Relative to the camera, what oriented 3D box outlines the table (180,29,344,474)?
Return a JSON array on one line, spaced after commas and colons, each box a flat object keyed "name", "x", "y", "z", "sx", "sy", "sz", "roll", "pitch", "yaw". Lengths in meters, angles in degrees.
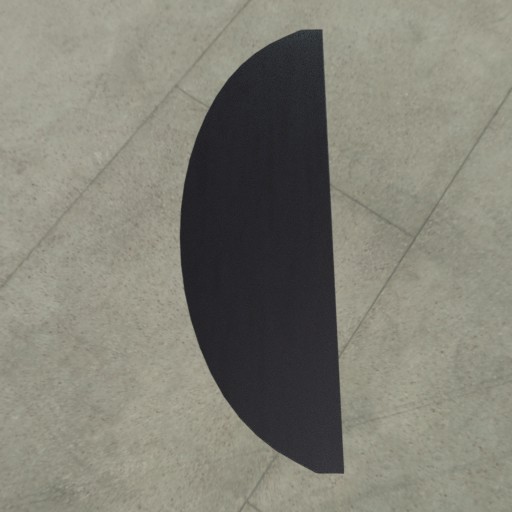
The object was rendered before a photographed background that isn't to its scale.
[{"name": "table", "x": 0.000, "y": 0.000, "z": 1.484, "sx": 0.394, "sy": 0.692, "sz": 1.198, "roll": 0, "pitch": 75, "yaw": 0}]
